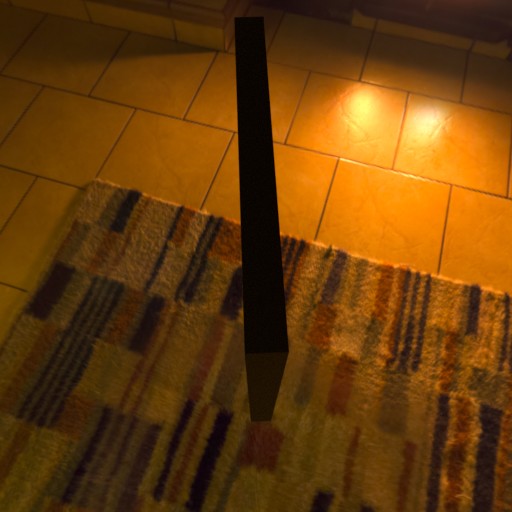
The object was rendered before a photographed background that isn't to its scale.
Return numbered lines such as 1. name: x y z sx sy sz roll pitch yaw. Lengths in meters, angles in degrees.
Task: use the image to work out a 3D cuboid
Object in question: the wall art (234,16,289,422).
1. wall art: 0.000 0.000 0.528 0.029 0.381 0.330 -2 63 -1
